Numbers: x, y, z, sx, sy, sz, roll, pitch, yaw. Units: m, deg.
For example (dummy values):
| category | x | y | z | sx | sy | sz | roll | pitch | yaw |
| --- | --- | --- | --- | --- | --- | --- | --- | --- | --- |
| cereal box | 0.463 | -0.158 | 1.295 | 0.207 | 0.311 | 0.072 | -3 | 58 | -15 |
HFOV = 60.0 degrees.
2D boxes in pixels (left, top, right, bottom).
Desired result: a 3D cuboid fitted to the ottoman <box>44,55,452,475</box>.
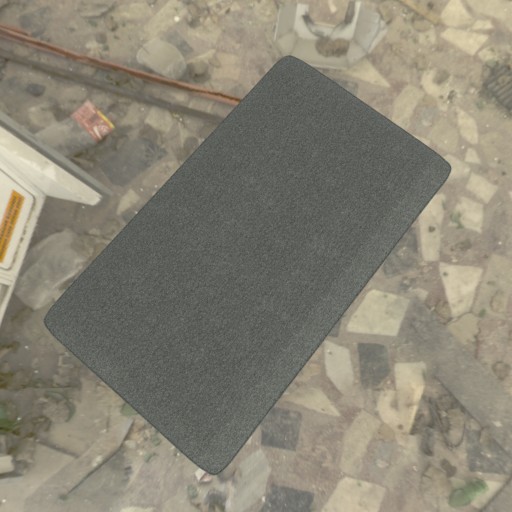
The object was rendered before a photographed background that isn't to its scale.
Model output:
| category | x | y | z | sx | sy | sz | roll | pitch | yaw |
| --- | --- | --- | --- | --- | --- | --- | --- | --- | --- |
| ottoman | 0.000 | 0.000 | 1.516 | 0.681 | 0.494 | 1.173 | 38 | 79 | 9 |
